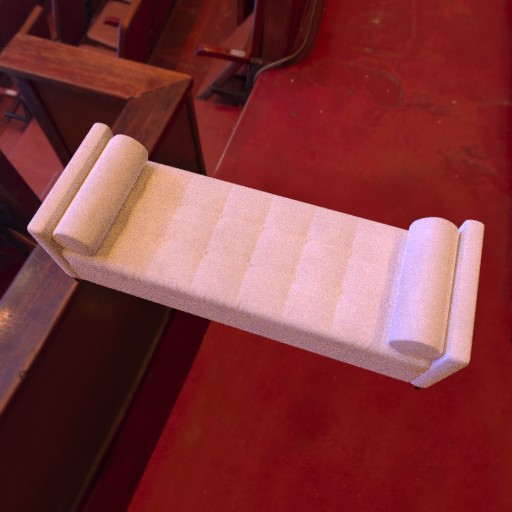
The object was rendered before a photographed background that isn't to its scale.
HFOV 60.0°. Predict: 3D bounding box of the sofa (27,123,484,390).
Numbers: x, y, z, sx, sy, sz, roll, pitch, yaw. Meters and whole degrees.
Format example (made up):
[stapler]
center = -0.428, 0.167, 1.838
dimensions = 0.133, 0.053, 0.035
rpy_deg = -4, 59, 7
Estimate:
[sofa]
center = 0.000, 0.000, 2.279
dimensions = 1.981, 0.635, 0.686
rpy_deg = 16, 64, 8
